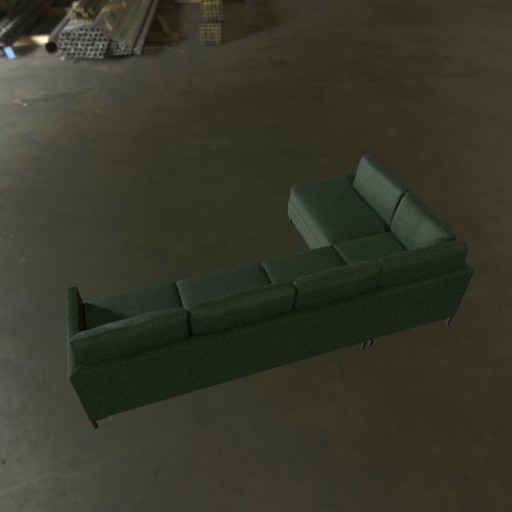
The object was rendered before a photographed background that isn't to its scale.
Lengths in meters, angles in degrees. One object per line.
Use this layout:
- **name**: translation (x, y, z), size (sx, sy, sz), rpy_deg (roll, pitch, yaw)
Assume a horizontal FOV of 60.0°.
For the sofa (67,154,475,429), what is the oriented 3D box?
- **sofa**: translation (0.000, 0.000, 4.297), size (3.384, 0.996, 2.048), rpy_deg (-13, 43, -14)
